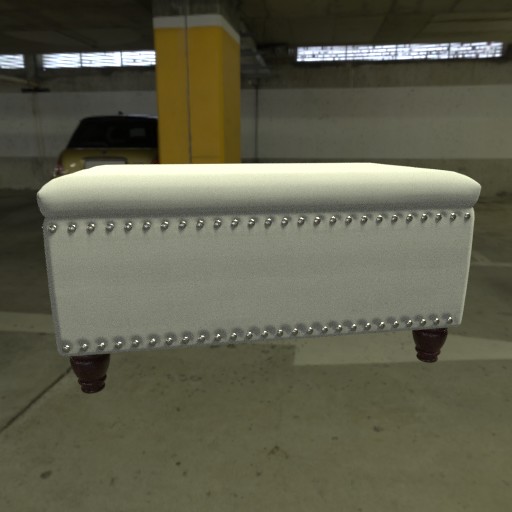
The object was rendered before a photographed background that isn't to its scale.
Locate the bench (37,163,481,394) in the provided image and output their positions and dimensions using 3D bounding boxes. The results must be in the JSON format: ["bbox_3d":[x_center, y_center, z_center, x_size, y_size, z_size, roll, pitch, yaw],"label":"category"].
[{"bbox_3d":[0.000,0.000,1.143,0.887,0.449,0.500,-2,14,-10],"label":"bench"}]
